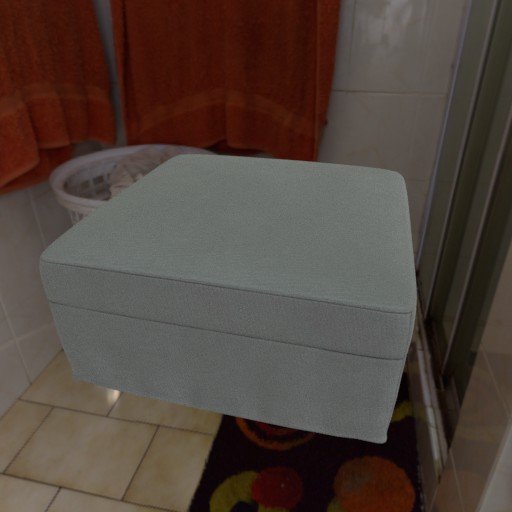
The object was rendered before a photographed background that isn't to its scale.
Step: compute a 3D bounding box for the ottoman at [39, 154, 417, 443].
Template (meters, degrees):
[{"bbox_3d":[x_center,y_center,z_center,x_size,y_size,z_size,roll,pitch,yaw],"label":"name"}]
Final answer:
[{"bbox_3d":[0.000,0.000,1.327,0.843,0.441,0.842,7,30,13],"label":"ottoman"}]
